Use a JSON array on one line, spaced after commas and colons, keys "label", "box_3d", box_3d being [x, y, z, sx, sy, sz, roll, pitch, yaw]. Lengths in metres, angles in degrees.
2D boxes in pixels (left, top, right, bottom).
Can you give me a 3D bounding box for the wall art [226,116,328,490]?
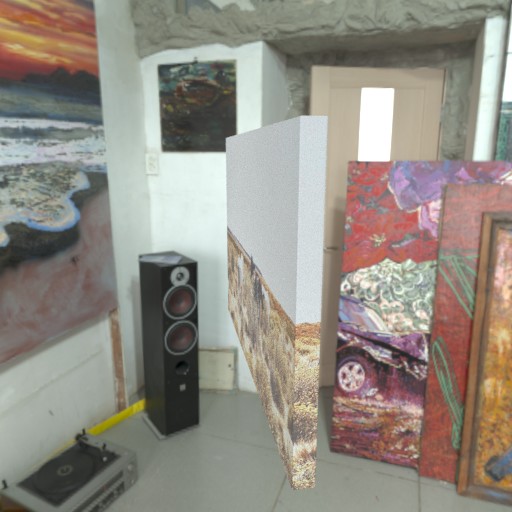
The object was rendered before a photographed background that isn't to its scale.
[{"label": "wall art", "box_3d": [0.000, 0.000, 1.406, 0.051, 0.761, 1.138, -2, 13, -10]}]
